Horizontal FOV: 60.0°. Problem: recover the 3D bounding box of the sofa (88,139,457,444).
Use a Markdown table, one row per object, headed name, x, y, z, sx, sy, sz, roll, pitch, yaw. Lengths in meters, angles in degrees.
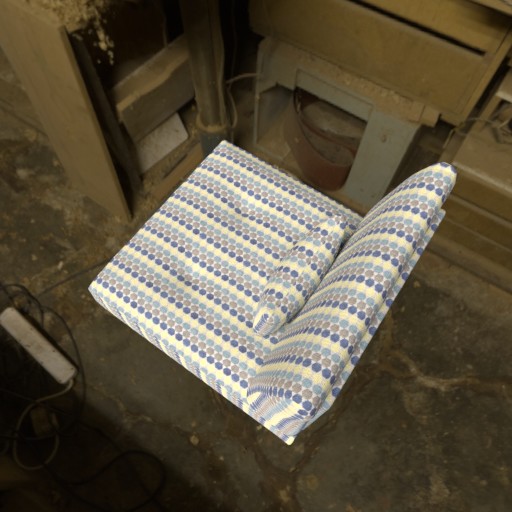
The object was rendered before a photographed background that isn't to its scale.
| name | x | y | z | sx | sy | sz | roll | pitch | yaw |
| --- | --- | --- | --- | --- | --- | --- | --- | --- | --- |
| sofa | 0.000 | 0.000 | 1.698 | 1.000 | 0.830 | 0.930 | 32 | 68 | 15 |
